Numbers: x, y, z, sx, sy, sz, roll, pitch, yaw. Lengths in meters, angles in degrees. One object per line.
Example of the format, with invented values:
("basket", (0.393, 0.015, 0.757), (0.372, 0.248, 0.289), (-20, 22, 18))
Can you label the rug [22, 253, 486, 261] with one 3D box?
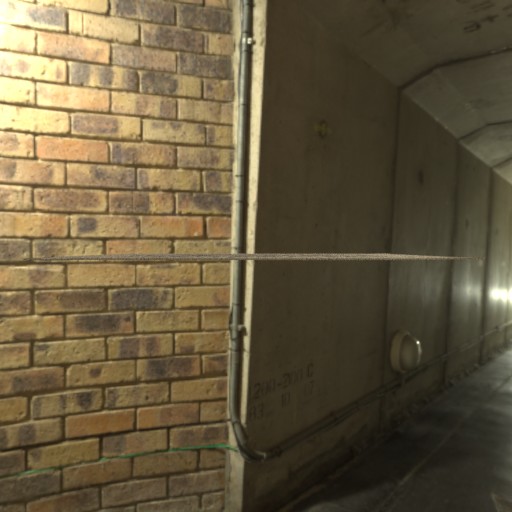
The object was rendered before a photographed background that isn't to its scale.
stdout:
("rug", (0.000, 0.000, 4.123), (3.069, 0.026, 2.451), (0, 1, 2))
